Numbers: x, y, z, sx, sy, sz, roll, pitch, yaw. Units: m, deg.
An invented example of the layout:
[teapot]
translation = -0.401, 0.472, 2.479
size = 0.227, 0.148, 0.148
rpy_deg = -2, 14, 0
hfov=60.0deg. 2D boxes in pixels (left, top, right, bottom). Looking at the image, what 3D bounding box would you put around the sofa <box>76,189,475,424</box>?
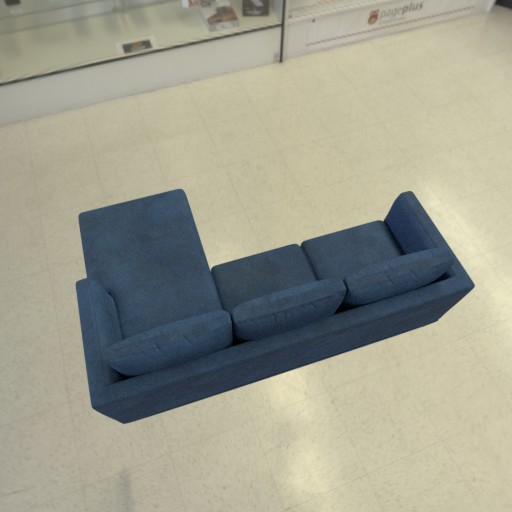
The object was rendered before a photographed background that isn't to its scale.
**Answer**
[sofa]
translation = 0.000, 0.000, 3.247
size = 2.438, 0.987, 1.622
rpy_deg = -16, 59, -10
